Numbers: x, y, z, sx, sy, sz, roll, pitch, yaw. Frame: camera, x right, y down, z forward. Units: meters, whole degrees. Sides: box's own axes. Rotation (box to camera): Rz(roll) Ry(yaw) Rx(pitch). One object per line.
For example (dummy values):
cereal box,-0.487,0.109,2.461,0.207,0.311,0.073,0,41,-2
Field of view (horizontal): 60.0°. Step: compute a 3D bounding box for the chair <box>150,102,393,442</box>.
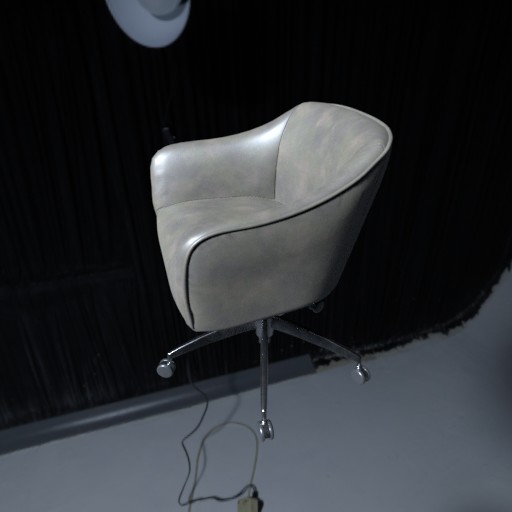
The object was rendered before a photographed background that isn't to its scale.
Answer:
chair,0.000,0.000,1.371,0.689,0.827,0.713,-8,31,-14
